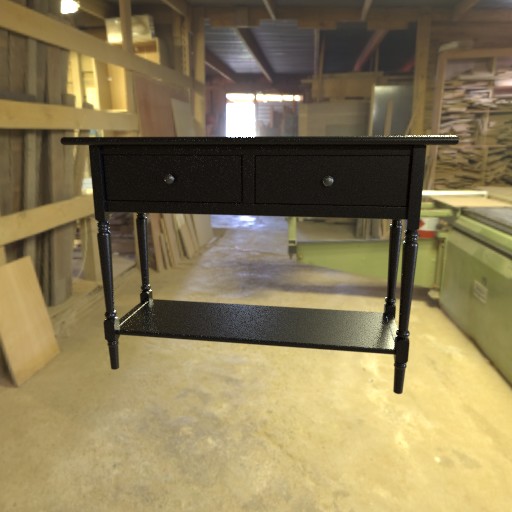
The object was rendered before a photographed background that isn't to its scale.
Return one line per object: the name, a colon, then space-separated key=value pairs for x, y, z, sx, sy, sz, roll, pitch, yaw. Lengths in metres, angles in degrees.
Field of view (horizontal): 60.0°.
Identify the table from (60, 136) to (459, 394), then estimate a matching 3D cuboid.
table: x=0.000 y=0.000 z=1.586 sx=1.191 sy=0.819 sz=0.386 roll=2 pitch=14 yaw=9
